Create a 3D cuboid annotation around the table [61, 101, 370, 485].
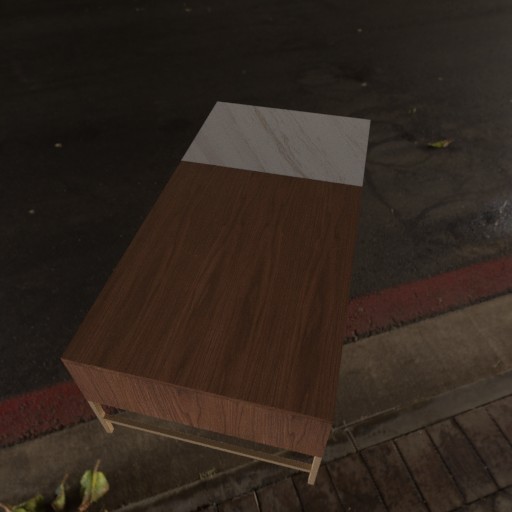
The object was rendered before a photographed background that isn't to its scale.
[{"bbox_3d":[0.000,0.000,1.936,0.789,0.551,1.553,10,48,9],"label":"table"}]
